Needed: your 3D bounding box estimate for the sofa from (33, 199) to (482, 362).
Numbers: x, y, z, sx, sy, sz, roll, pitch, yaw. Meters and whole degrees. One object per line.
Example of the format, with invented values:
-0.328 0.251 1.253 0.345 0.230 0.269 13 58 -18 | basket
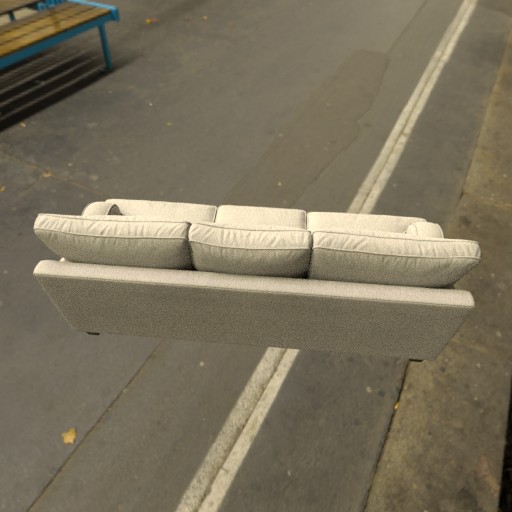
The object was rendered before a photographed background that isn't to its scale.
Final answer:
0.000 0.000 2.807 2.323 0.991 1.016 4 46 4 | sofa
